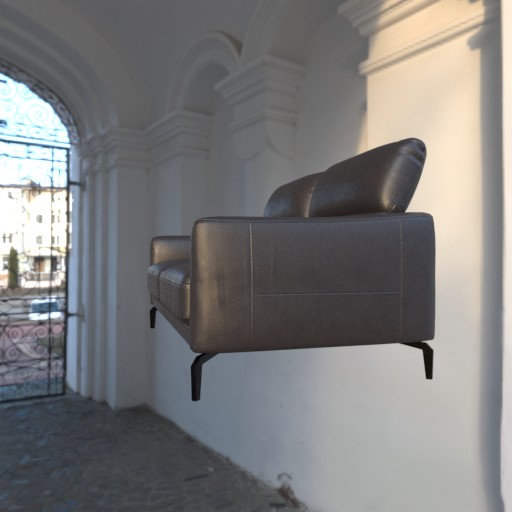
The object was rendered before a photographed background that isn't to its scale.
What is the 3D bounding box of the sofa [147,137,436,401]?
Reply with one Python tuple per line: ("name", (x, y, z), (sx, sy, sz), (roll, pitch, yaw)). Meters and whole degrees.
("sofa", (0.000, 0.000, 2.206), (0.958, 0.920, 1.596), (0, 0, -18))
